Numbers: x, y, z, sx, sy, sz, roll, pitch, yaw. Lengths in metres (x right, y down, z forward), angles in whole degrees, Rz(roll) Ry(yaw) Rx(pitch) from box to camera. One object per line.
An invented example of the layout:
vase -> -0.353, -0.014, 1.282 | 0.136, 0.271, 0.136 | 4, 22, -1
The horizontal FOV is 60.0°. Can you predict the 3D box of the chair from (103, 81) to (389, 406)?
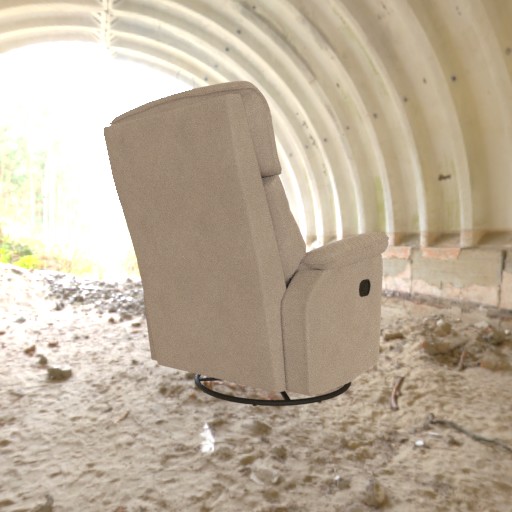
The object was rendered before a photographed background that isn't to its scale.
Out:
chair -> 0.000, 0.000, 1.746 | 0.820, 1.039, 1.001 | 1, 2, 36
